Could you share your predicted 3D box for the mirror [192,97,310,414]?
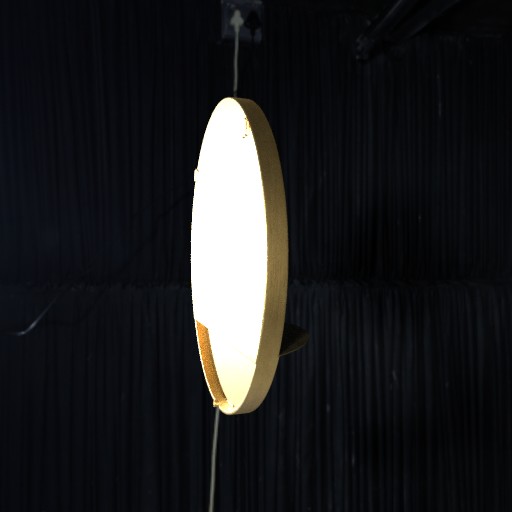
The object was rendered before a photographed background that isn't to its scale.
[{"bbox_3d":[0.000,0.000,0.693,0.133,0.457,0.457,0,0,-18],"label":"mirror"}]
